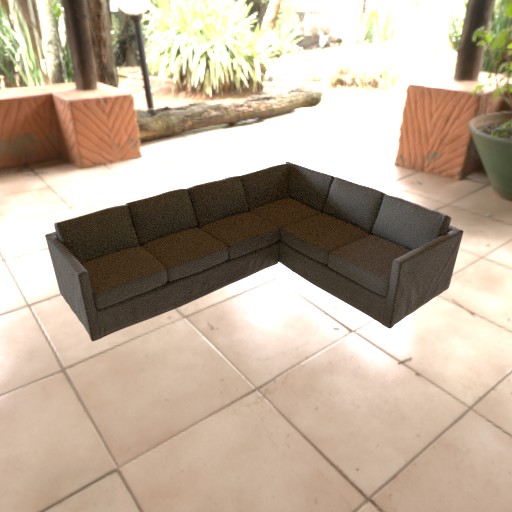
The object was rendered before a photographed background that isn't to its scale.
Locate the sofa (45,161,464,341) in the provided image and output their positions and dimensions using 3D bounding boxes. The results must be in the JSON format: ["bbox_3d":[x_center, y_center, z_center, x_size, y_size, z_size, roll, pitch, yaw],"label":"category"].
[{"bbox_3d":[0.000,0.000,4.318,3.182,0.871,2.432,-21,36,-33],"label":"sofa"}]
